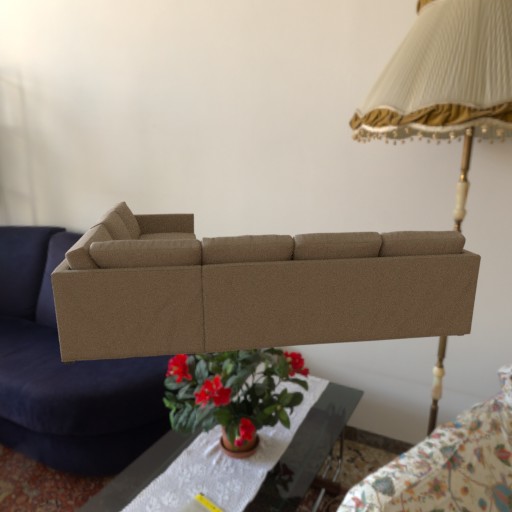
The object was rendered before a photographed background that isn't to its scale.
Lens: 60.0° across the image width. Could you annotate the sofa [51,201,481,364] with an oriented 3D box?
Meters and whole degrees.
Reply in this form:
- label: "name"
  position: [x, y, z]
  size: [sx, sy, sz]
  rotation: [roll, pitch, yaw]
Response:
- label: "sofa"
  position: [0.000, 0.000, 4.415]
  size: [3.182, 0.871, 2.432]
  rotation: [-2, 15, -9]
